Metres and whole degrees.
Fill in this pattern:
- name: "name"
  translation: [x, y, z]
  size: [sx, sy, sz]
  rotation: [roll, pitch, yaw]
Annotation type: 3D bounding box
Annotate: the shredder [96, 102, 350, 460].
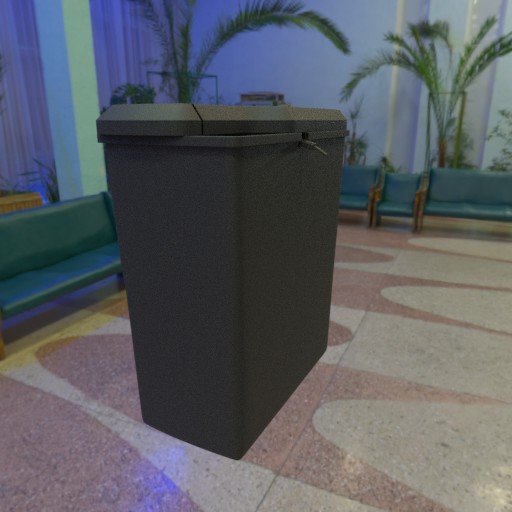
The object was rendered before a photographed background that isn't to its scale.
- name: "shredder"
  translation: [0.000, 0.000, 0.512]
  size: [0.170, 0.335, 0.320]
  rotation: [9, 19, 27]
